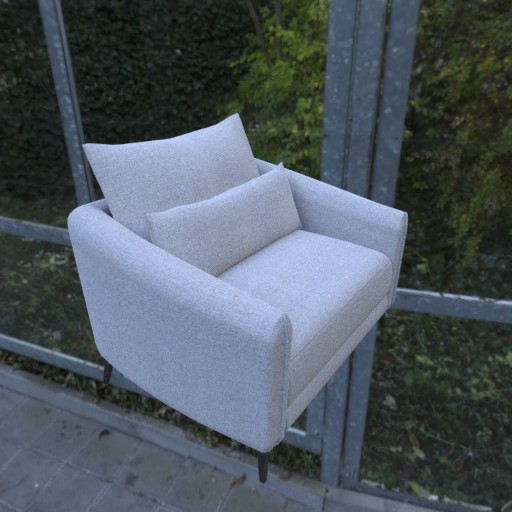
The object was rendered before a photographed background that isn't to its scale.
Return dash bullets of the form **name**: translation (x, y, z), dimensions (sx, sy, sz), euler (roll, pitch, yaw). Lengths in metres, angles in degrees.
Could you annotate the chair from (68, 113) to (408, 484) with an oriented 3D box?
- **chair**: translation (0.000, 0.000, 1.597), dimensions (0.801, 0.856, 1.029), euler (17, 30, 32)
